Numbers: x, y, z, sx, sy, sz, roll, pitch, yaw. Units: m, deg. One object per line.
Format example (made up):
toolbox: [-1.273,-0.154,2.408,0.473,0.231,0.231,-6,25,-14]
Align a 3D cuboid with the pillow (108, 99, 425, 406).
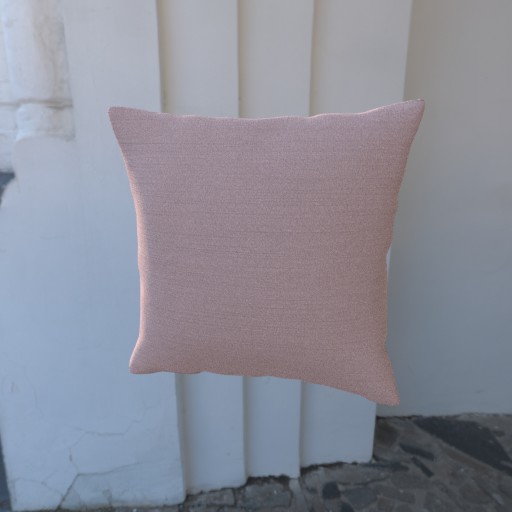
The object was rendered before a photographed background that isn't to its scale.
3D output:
pillow: [0.000,0.000,0.701,0.470,0.464,0.175,3,16,11]
